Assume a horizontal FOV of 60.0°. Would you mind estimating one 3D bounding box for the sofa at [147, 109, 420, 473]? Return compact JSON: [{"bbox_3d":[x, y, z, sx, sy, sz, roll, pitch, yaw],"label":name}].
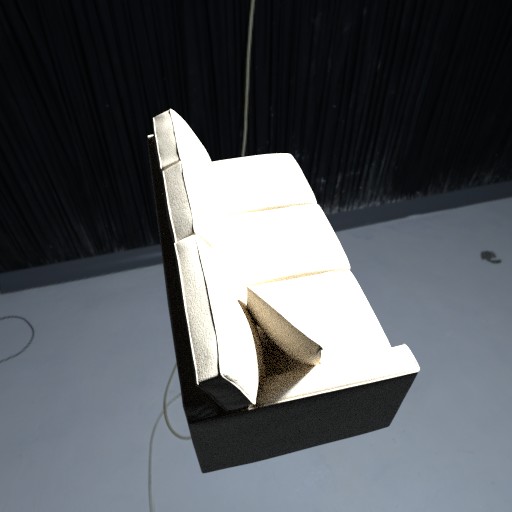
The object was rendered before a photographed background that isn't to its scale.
[{"bbox_3d":[0.000,0.000,2.579,1.034,0.946,1.962,-10,47,-9],"label":"sofa"}]
